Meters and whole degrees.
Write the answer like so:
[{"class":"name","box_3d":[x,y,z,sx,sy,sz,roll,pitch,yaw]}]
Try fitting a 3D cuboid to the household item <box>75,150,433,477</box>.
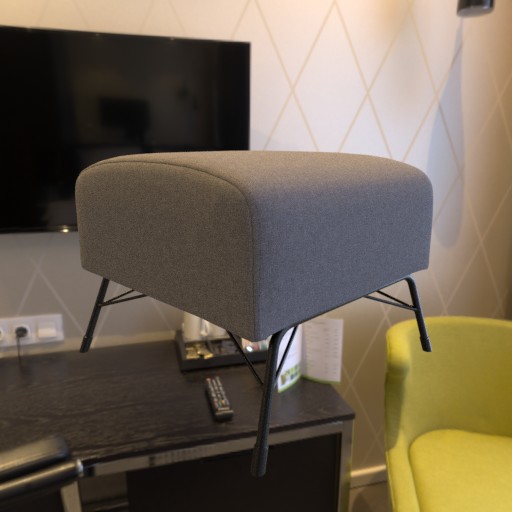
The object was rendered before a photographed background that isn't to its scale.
[{"class":"household item","box_3d":[0.000,0.000,0.886,0.530,0.410,0.530,13,19,43]}]
